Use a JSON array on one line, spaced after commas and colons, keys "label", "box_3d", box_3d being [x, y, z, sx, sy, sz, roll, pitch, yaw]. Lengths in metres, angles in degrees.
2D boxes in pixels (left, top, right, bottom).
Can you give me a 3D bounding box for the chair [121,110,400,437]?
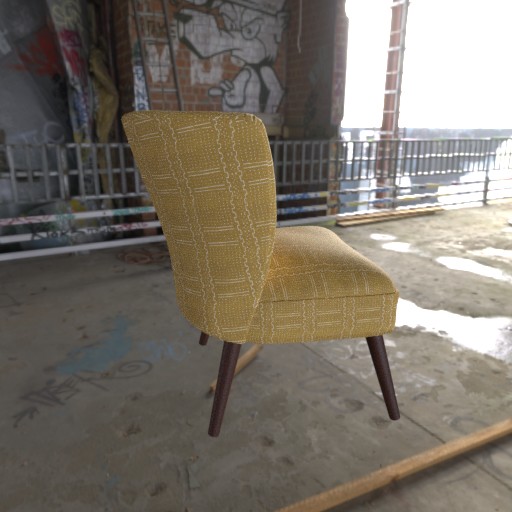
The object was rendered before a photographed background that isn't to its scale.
[{"label": "chair", "box_3d": [0.000, 0.000, 1.408, 0.758, 0.866, 0.706, -3, 16, -9]}]
